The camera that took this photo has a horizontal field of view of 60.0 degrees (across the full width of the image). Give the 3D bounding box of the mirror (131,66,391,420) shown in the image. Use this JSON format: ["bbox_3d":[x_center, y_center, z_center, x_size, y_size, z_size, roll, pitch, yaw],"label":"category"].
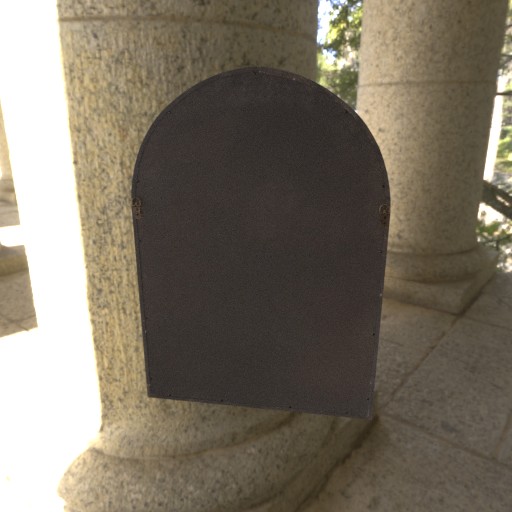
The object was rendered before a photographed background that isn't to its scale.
[{"bbox_3d":[0.000,0.000,1.168,0.660,0.920,0.032,3,17,9],"label":"mirror"}]
